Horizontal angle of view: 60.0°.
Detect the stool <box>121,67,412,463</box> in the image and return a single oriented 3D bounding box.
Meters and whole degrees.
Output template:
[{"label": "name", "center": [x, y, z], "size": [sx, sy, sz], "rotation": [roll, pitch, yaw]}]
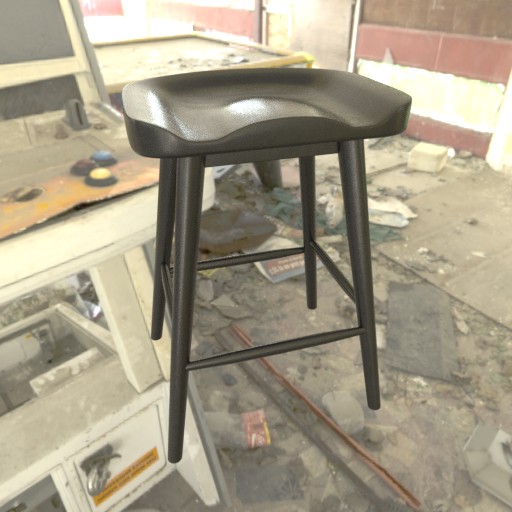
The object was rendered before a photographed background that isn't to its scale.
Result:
[{"label": "stool", "center": [0.000, 0.000, 0.842], "size": [0.440, 0.615, 0.361], "rotation": [-9, 34, -14]}]
